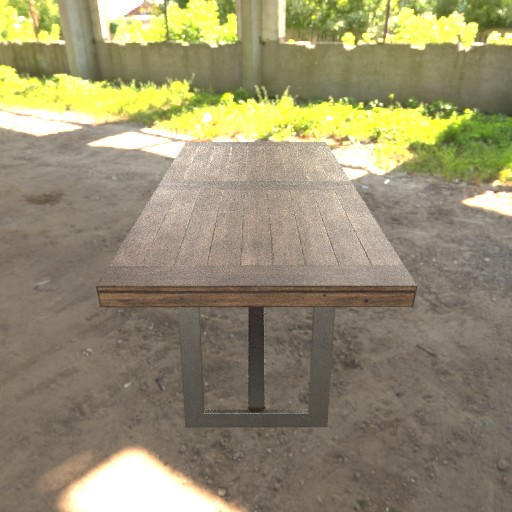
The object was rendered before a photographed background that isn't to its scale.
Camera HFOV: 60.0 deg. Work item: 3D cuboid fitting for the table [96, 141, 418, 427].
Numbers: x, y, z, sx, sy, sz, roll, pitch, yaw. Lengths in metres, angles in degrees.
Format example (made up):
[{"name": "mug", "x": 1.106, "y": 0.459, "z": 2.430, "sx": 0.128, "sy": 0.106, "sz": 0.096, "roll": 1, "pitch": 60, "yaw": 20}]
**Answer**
[{"name": "table", "x": 0.000, "y": 0.000, "z": 2.287, "sx": 0.931, "sy": 0.757, "sz": 1.867, "roll": 0, "pitch": 27, "yaw": 0}]
